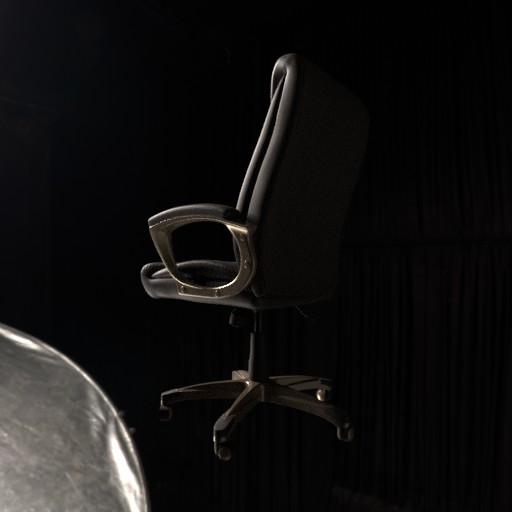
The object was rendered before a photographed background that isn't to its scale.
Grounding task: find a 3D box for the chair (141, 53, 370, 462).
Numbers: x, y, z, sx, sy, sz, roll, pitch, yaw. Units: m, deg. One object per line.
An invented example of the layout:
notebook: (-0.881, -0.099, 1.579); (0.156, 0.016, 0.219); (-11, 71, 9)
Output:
chair: (0.000, 0.000, 1.630); (0.748, 1.188, 0.694); (0, -1, 36)
